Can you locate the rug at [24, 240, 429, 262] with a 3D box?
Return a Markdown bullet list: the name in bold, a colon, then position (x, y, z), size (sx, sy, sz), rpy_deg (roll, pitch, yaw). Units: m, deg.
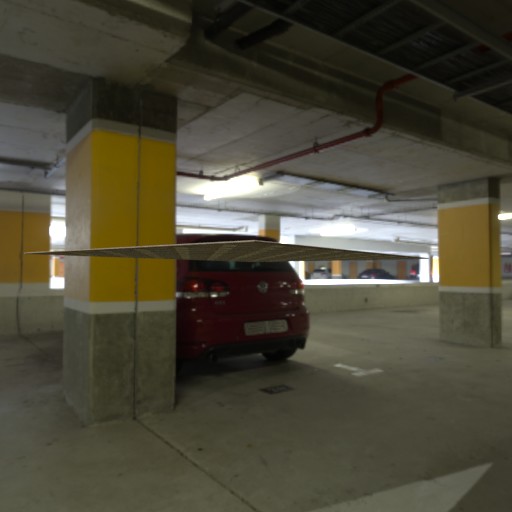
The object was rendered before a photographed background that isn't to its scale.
- **rug**: position (0.000, 0.000, 4.310), size (2.382, 0.018, 3.294), rpy_deg (-2, -3, 36)
